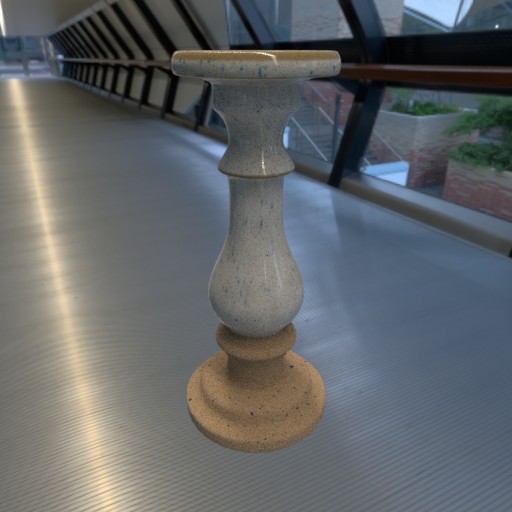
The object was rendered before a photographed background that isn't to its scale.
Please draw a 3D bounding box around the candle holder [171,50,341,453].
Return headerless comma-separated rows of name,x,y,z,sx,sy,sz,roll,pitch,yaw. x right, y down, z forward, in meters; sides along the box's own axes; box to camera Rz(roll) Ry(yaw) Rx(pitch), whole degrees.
candle holder,0.000,0.000,0.242,0.088,0.203,0.088,0,25,0
